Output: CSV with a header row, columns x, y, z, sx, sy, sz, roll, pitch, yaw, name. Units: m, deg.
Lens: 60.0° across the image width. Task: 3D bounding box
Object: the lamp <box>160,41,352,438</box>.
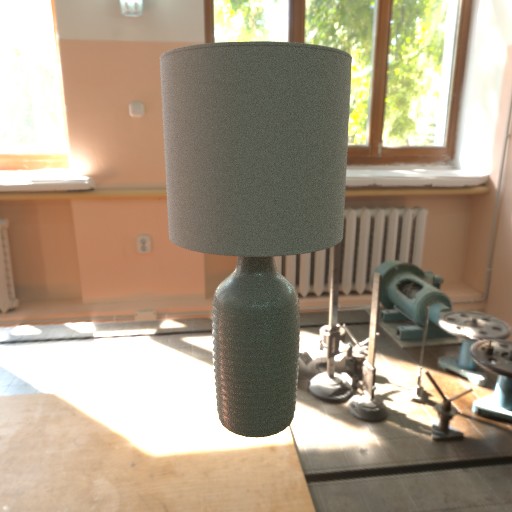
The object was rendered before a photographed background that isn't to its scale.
x,y,z,sx,sy,sz,roll,pitch,yaw,name
0.000,0.000,0.581,0.220,0.475,0.220,8,17,27,lamp
